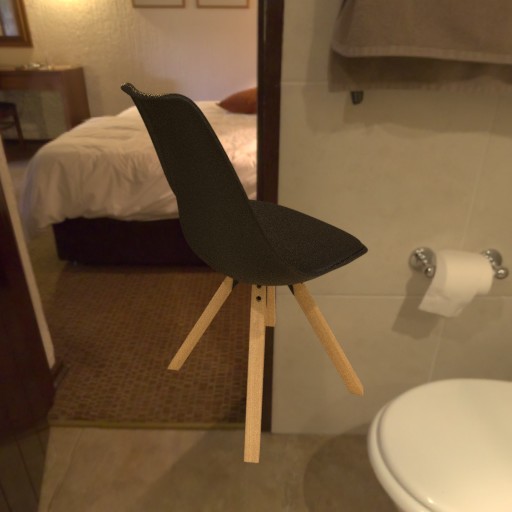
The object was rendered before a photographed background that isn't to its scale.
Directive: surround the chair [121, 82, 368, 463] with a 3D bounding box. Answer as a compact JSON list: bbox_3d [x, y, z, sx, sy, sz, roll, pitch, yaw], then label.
[{"bbox_3d":[0.000,0.000,1.144,0.549,0.850,0.485,-19,32,-32],"label":"chair"}]
